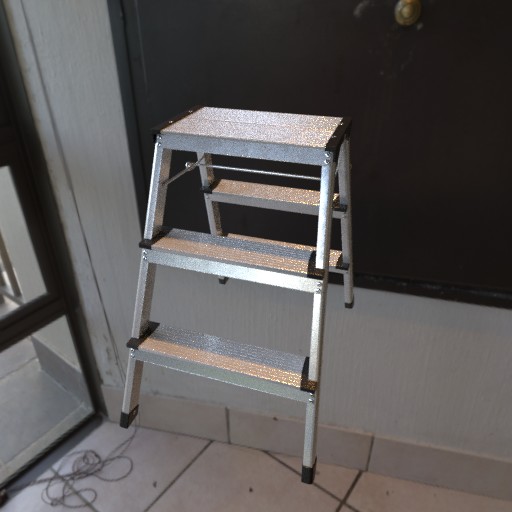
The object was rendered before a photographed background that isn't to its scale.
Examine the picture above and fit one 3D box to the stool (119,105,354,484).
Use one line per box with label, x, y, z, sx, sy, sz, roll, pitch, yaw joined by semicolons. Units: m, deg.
stool;0.000;0.000;1.015;0.437;0.605;0.622;10;33;15
